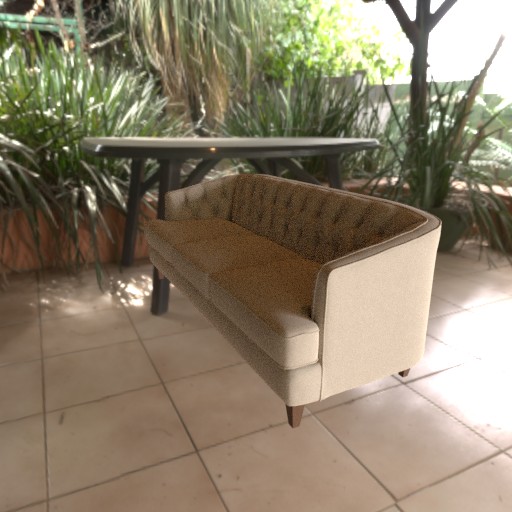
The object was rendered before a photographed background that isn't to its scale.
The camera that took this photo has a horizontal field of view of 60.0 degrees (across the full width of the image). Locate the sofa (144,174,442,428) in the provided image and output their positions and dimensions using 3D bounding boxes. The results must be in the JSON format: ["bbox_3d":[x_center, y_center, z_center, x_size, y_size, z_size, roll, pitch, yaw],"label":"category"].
[{"bbox_3d":[0.000,0.000,2.828,0.941,0.855,2.278,-8,19,-26],"label":"sofa"}]
